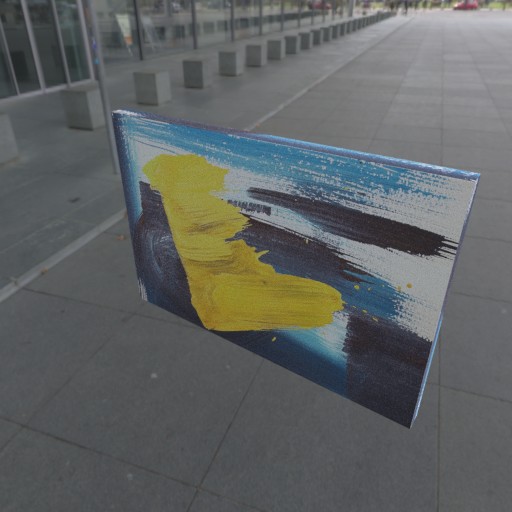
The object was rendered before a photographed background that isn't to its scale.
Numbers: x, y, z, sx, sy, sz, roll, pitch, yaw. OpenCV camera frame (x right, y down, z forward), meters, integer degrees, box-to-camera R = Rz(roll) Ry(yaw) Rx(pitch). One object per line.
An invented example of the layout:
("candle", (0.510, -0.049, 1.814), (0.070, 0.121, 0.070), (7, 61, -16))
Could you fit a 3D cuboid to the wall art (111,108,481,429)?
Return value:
("wall art", (0.000, 0.000, 0.751), (0.609, 0.406, 0.033), (19, 35, 30))
